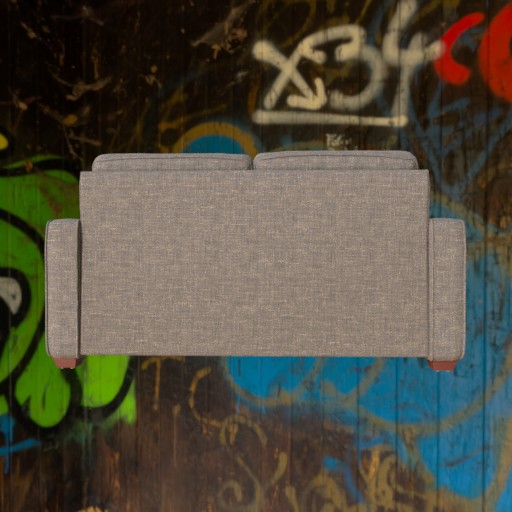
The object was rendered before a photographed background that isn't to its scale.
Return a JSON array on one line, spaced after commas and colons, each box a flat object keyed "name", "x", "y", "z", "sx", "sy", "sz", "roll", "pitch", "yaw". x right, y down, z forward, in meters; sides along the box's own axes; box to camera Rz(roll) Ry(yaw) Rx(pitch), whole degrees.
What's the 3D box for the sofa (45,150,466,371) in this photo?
[{"name": "sofa", "x": 0.000, "y": 0.000, "z": 2.229, "sx": 1.709, "sy": 0.918, "sz": 0.947, "roll": 0, "pitch": 1, "yaw": 2}]
